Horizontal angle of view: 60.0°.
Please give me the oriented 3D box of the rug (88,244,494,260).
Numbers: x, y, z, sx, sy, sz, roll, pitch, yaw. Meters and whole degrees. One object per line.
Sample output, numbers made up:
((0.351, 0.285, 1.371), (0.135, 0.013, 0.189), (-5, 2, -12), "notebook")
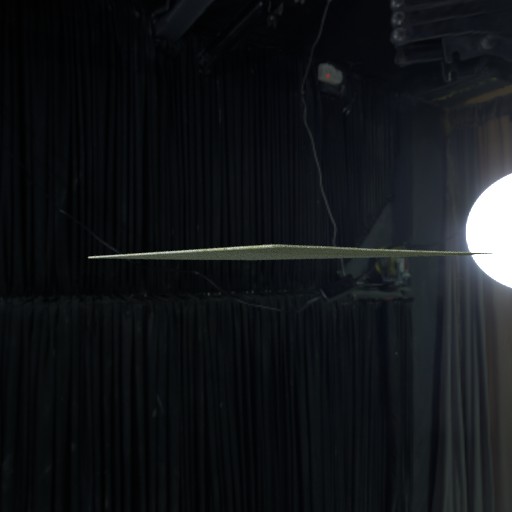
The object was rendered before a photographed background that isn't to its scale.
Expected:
((0.000, 0.000, 2.181), (1.143, 0.010, 1.758), (1, -2, -36), "rug")
